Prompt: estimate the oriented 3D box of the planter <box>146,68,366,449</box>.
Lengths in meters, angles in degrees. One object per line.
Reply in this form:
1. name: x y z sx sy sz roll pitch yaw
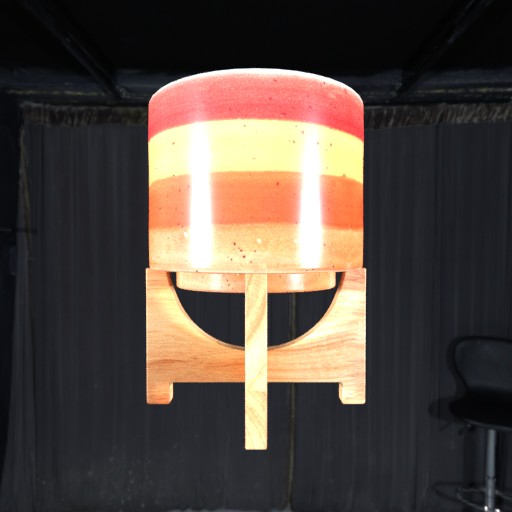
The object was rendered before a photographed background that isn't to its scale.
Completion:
1. planter: 0.000 0.000 0.407 0.199 0.268 0.199 0 1 0
